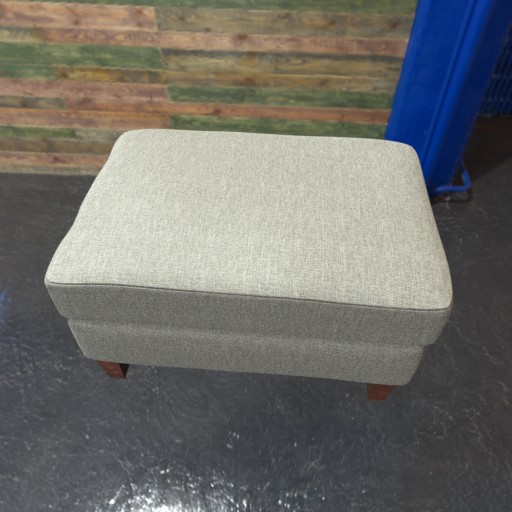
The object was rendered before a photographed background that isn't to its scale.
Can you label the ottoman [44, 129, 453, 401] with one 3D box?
[{"bbox_3d":[0.000,0.000,1.241,0.873,0.494,0.639,4,47,4],"label":"ottoman"}]
